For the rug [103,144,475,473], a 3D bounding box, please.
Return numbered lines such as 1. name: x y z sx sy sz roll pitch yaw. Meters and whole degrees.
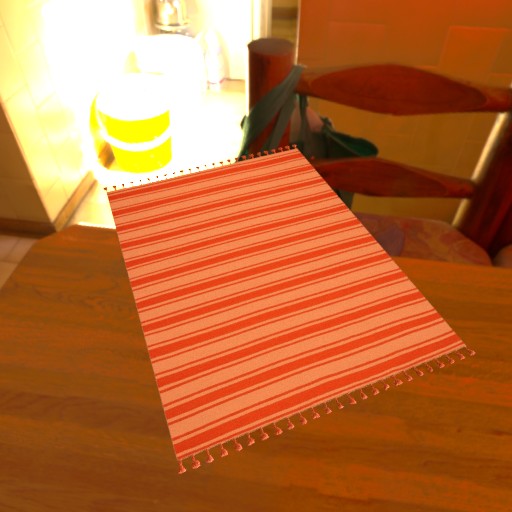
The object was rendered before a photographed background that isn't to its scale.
1. rug: 0.000 0.000 4.329 2.451 0.035 3.369 -16 48 -15
